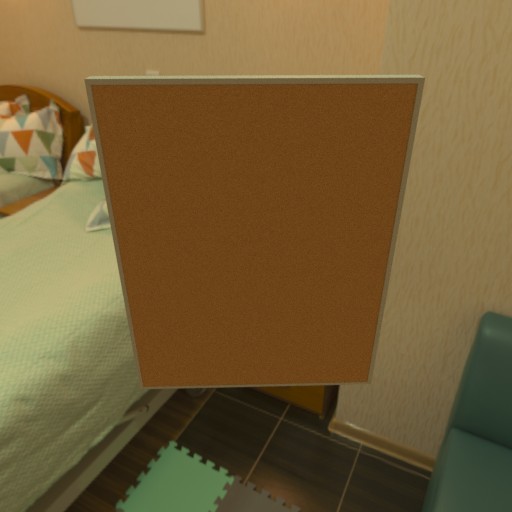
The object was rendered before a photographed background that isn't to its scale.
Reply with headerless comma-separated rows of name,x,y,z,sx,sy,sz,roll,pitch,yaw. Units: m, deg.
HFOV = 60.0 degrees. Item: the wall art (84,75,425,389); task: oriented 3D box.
wall art,0.000,0.000,1.007,0.611,0.763,0.055,-1,30,-1
